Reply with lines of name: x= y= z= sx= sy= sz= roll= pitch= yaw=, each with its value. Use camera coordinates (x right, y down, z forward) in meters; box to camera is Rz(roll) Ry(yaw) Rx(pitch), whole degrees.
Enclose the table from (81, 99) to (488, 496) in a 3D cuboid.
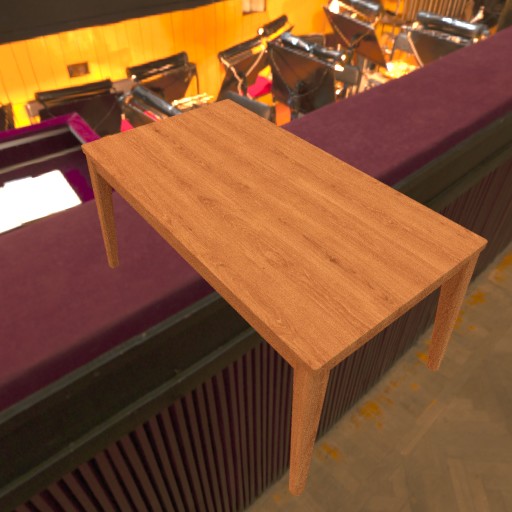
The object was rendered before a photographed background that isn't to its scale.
table: x=0.000 y=0.000 z=2.044 sx=0.900 sy=0.760 sz=1.600 roll=-28 pitch=49 yaw=-27
